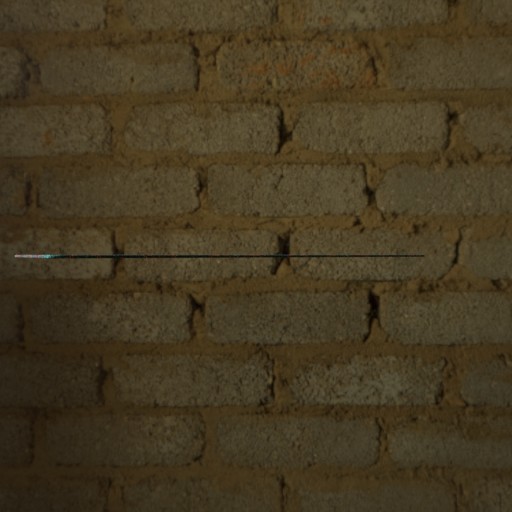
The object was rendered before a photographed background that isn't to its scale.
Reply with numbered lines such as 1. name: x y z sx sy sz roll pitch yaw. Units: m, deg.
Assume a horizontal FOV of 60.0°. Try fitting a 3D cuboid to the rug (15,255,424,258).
1. rug: 0.000 0.000 2.465 2.286 0.013 0.686 0 0 -38
